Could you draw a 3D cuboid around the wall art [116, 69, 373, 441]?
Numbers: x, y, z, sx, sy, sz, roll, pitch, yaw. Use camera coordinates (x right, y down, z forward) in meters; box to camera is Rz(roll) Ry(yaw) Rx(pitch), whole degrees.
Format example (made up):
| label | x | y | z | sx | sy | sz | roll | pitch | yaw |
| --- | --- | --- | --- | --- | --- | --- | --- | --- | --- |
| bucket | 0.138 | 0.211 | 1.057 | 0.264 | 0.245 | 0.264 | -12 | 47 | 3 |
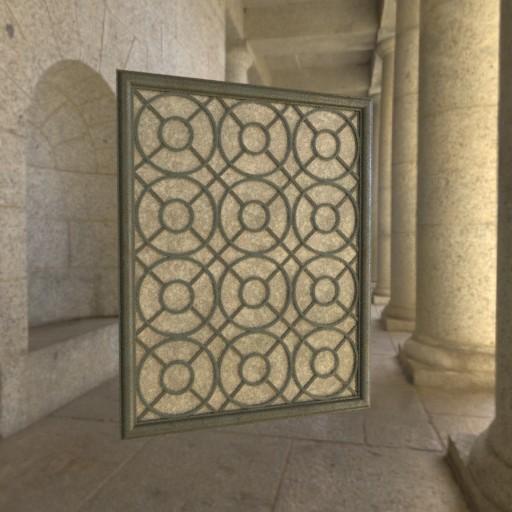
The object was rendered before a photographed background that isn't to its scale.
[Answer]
| label | x | y | z | sx | sy | sz | roll | pitch | yaw |
| --- | --- | --- | --- | --- | --- | --- | --- | --- | --- |
| wall art | 0.000 | 0.000 | 1.289 | 0.767 | 0.983 | 0.030 | -1 | 2 | -18 |
